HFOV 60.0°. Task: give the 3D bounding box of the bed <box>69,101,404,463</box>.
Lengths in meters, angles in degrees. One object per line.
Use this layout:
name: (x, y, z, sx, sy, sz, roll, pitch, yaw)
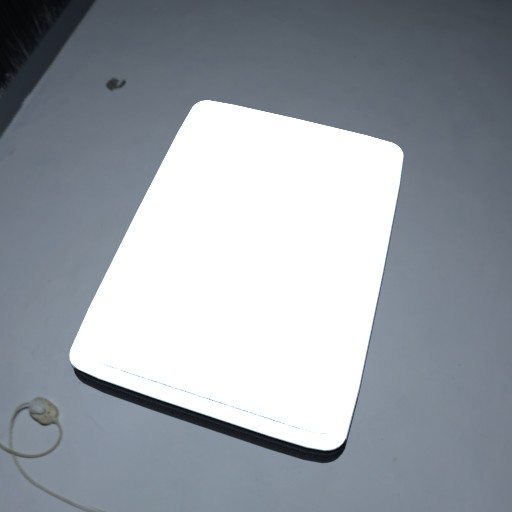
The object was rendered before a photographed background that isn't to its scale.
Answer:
bed: (0.000, 0.000, 2.709, 1.520, 0.460, 2.036, 15, 64, 8)
